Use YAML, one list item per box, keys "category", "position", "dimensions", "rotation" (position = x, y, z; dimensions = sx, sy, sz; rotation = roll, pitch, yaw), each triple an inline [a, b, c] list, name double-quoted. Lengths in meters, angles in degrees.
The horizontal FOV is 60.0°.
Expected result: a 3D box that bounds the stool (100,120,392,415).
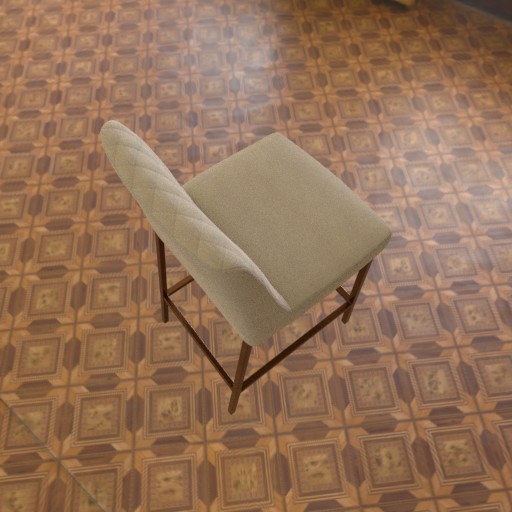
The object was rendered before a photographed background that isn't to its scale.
- category: "stool"
  position: [0.000, 0.000, 1.312]
  dimensions: [0.576, 0.973, 0.507]
  rotation: [-34, 65, -19]
